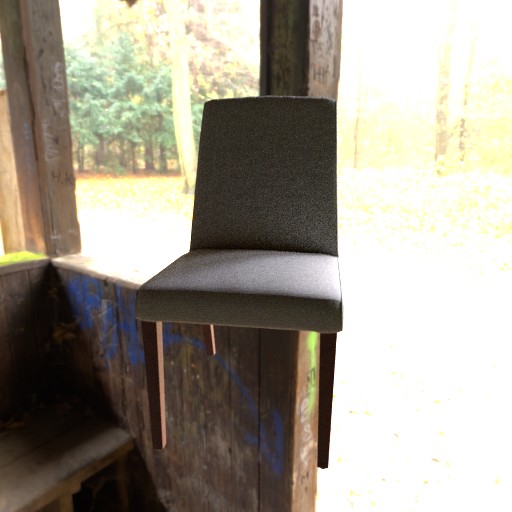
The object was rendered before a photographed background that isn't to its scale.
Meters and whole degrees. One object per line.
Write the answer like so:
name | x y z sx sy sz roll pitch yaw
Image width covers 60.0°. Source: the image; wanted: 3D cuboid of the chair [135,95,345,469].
chair | 0.000 0.000 1.245 0.480 0.900 0.594 2 15 9
